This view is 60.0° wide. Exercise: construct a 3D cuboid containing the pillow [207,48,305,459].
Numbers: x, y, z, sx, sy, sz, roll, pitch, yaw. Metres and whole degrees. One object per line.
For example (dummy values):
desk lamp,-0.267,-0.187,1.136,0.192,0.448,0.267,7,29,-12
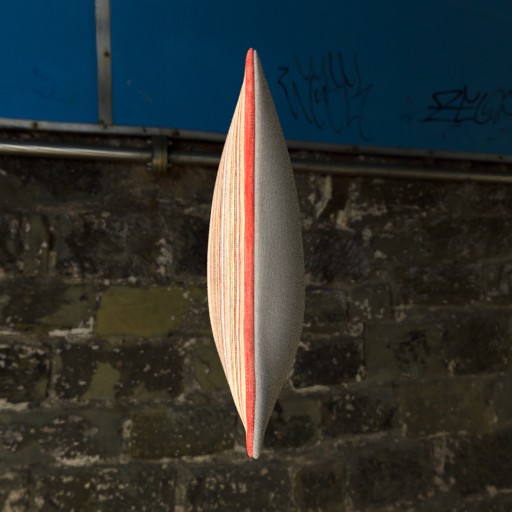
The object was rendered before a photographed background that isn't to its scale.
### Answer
pillow,0.000,0.000,0.658,0.136,0.419,0.437,0,-1,1
